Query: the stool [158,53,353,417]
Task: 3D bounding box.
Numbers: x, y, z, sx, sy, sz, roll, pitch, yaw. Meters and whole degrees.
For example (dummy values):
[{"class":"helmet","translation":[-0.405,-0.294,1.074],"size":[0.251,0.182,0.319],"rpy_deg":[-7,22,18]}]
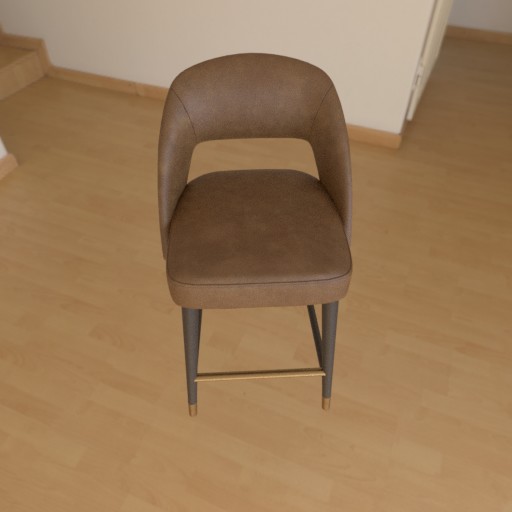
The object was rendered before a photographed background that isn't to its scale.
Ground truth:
[{"class":"stool","translation":[0.000,0.000,1.263],"size":[0.494,0.940,0.509],"rpy_deg":[-2,46,-2]}]
